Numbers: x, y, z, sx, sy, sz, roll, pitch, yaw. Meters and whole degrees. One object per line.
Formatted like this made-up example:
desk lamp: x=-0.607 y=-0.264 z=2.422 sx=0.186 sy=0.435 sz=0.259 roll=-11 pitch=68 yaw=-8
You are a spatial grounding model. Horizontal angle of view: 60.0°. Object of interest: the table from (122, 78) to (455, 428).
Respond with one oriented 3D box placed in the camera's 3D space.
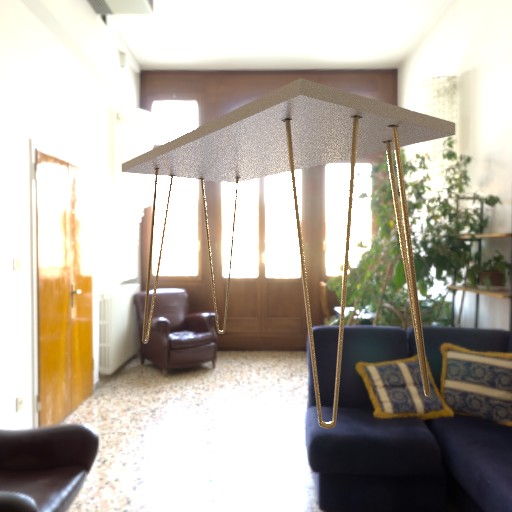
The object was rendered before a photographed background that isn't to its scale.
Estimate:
table: x=0.000 y=0.000 z=1.353 sx=0.498 sy=0.660 sz=0.991 roll=-1 pitch=1 yaw=-35
